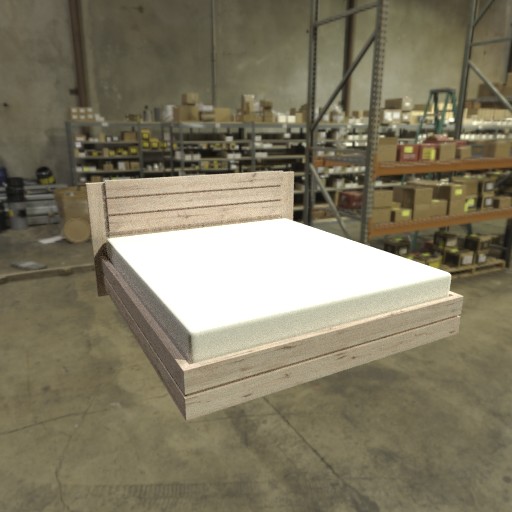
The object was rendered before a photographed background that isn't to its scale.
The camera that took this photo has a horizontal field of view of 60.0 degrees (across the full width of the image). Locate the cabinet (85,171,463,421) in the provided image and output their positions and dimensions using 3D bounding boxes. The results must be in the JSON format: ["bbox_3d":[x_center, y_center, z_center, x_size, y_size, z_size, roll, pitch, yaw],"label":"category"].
[{"bbox_3d":[0.000,0.000,3.221,1.950,0.970,2.080,-9,19,-27],"label":"cabinet"}]
